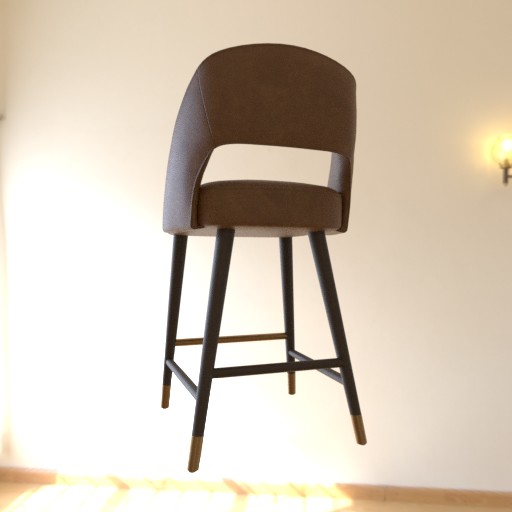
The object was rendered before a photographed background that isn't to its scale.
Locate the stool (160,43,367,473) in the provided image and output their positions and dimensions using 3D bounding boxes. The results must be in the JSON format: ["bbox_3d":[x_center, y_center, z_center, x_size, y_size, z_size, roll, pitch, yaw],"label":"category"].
[{"bbox_3d":[0.000,0.000,1.218,0.494,0.940,0.509,0,0,-19],"label":"stool"}]
